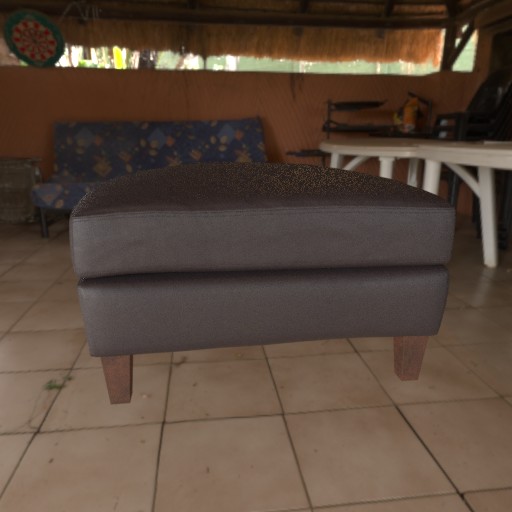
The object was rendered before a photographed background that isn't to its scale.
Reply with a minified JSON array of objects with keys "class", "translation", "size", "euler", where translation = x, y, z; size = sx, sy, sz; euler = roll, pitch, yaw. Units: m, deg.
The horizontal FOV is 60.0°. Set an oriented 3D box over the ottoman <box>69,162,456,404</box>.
[{"class":"ottoman","translation":[0.000,0.000,1.284],"size":[0.887,0.529,0.659],"euler":[-2,16,-8]}]
